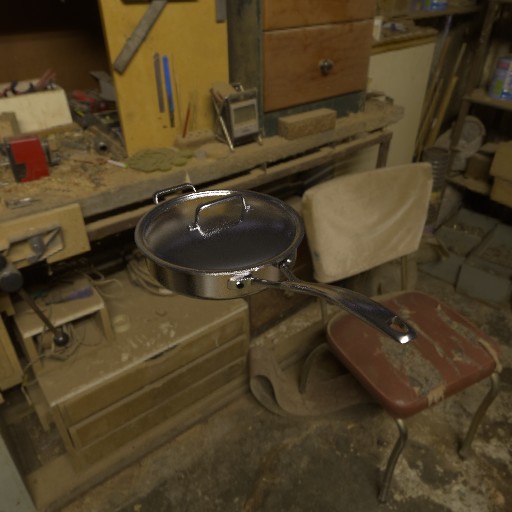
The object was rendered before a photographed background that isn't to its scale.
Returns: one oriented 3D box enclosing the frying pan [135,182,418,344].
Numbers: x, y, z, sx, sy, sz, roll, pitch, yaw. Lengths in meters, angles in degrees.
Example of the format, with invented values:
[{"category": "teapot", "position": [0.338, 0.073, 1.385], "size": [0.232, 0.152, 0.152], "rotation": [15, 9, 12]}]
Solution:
[{"category": "frying pan", "position": [0.000, 0.000, 0.676], "size": [0.280, 0.114, 0.561], "rotation": [-22, 39, -29]}]
